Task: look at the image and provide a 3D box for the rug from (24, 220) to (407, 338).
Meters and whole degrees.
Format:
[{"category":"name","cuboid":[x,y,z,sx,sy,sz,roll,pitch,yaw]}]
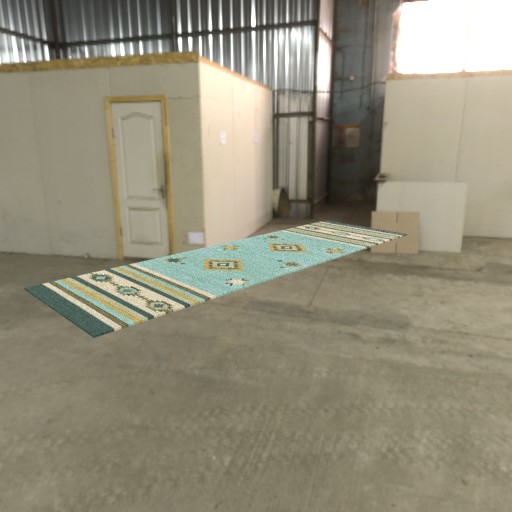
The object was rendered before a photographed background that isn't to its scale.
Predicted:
[{"category":"rug","cuboid":[0.000,0.000,2.733,2.441,0.010,0.744,-15,21,-43]}]
